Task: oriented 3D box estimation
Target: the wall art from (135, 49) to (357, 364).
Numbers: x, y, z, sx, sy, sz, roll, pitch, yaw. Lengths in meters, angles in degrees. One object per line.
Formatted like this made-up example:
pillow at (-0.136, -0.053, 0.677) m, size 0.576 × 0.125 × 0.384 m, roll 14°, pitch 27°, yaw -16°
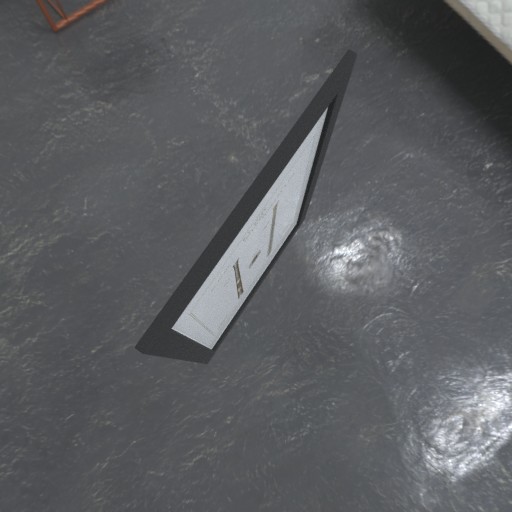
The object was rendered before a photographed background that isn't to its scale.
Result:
wall art at (0.000, 0.000, 0.687) m, size 0.012 × 0.529 × 0.374 m, roll 33°, pitch 78°, yaw 8°
